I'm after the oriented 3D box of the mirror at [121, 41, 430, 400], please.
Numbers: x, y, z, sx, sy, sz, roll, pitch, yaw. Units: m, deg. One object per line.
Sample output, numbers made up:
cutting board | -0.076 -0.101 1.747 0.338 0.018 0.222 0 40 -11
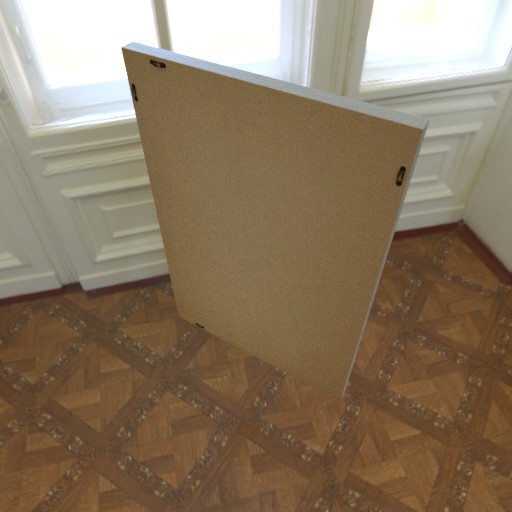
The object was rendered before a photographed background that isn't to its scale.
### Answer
mirror | 0.000 0.000 1.121 0.609 0.915 0.040 23 51 21
